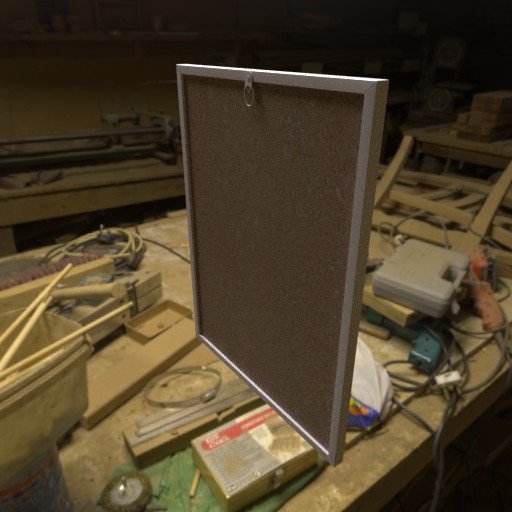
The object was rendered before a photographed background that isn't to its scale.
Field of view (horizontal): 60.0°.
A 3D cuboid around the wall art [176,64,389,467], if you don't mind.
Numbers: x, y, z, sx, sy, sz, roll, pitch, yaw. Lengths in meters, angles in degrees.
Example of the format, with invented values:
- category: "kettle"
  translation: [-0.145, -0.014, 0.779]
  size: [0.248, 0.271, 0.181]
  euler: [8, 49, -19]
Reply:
- category: "wall art"
  translation: [0.000, 0.000, 1.365]
  size: [0.042, 1.056, 0.805]
  euler: [-18, 31, -33]
